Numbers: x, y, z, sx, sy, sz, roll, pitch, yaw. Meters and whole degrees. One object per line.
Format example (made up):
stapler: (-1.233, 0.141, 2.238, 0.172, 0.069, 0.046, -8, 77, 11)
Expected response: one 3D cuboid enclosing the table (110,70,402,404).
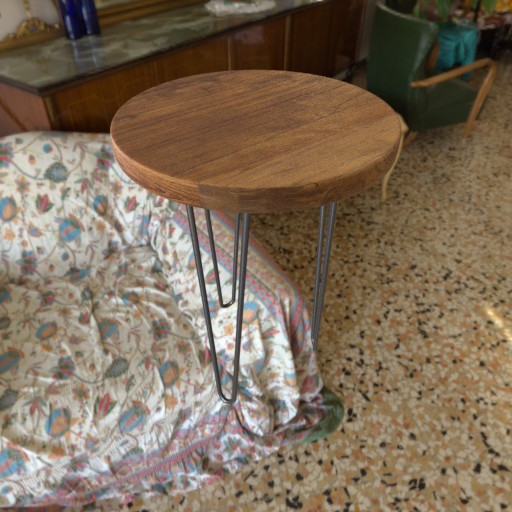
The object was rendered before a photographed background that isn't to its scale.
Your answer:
table: (0.000, 0.000, 0.790, 0.400, 0.520, 0.400, 0, 40, 0)
